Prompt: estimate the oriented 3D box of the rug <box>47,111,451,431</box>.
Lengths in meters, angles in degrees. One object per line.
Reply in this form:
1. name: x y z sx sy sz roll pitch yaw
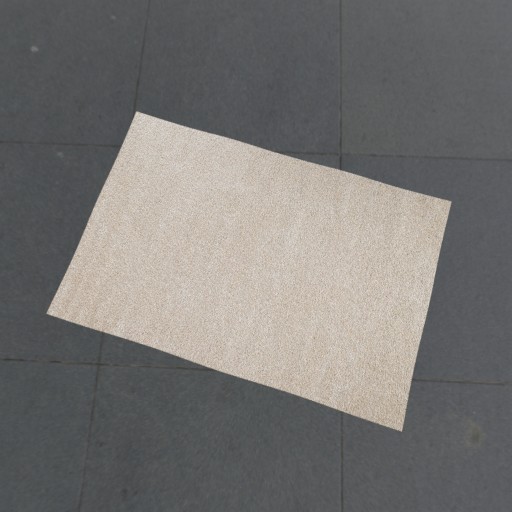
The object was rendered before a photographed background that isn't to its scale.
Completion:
1. rug: 0.000 0.000 3.424 2.699 0.025 1.800 17 75 5
